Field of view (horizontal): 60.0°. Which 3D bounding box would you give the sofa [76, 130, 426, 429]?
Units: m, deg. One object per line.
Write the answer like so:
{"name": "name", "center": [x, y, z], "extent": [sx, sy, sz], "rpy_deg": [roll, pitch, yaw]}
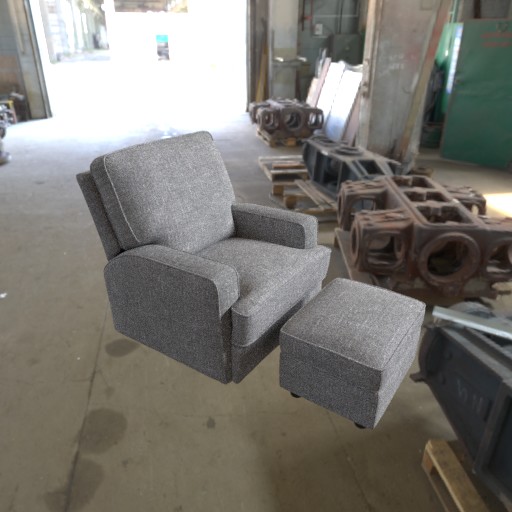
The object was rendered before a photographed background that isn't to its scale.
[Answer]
{"name": "sofa", "center": [0.000, 0.000, 2.058], "extent": [1.472, 0.959, 0.861], "rpy_deg": [17, 31, 31]}
